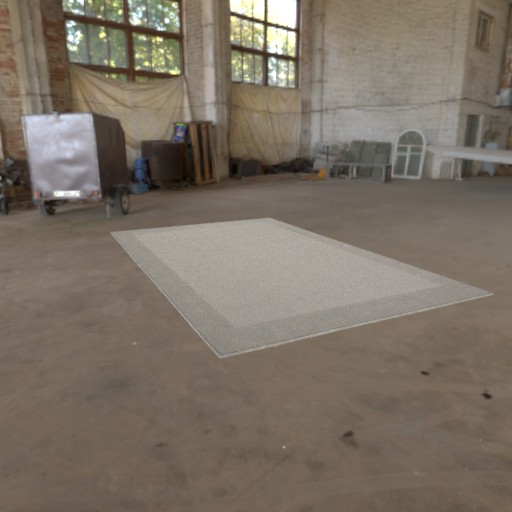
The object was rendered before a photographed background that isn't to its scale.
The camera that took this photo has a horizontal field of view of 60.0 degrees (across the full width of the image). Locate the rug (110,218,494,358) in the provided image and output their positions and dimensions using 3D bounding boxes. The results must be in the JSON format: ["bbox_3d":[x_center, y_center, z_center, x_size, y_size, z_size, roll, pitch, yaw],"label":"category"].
[{"bbox_3d":[0.000,0.000,3.010,1.524,0.014,2.438,-7,17,-26],"label":"rug"}]
